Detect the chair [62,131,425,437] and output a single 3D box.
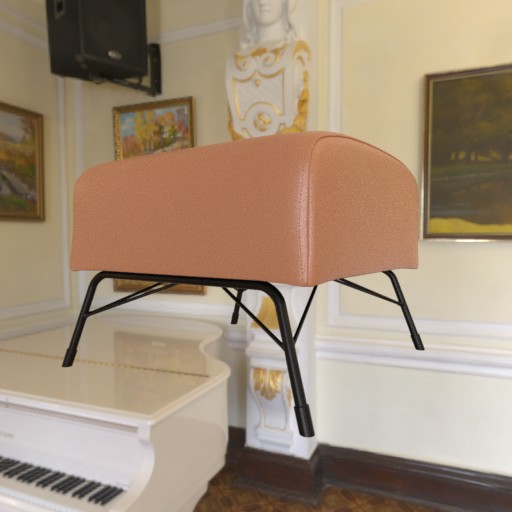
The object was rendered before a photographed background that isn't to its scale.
[{"bbox_3d":[0.000,0.000,0.890,0.530,0.410,0.530,1,3,35],"label":"chair"}]
